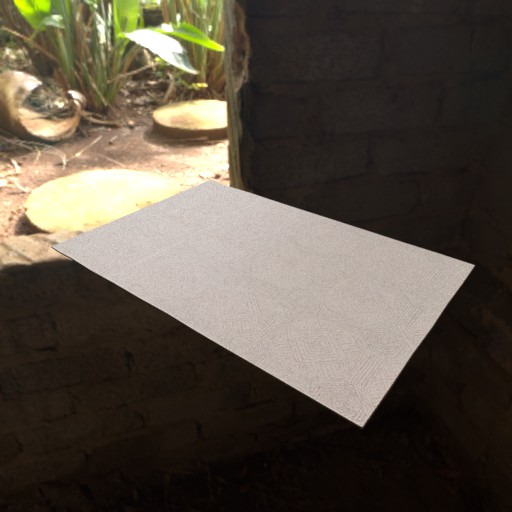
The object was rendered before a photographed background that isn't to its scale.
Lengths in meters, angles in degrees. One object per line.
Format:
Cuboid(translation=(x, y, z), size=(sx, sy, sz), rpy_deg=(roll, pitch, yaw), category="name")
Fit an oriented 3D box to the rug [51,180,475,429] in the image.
Cuboid(translation=(0.000, 0.000, 2.301), size=(1.839, 0.009, 1.236), rpy_deg=(22, 38, 32), category="rug")
